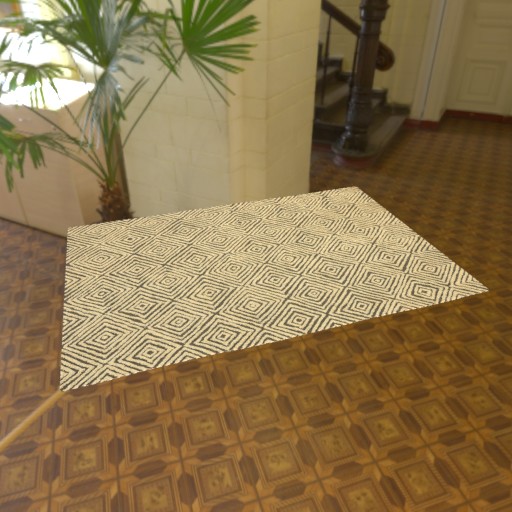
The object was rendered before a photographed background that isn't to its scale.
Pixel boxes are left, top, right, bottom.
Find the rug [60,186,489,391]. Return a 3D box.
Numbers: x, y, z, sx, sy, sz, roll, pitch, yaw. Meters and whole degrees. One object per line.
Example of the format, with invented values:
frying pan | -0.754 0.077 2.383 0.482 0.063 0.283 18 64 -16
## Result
rug | 0.000 0.000 2.158 1.750 0.004 1.177 -10 34 -15
